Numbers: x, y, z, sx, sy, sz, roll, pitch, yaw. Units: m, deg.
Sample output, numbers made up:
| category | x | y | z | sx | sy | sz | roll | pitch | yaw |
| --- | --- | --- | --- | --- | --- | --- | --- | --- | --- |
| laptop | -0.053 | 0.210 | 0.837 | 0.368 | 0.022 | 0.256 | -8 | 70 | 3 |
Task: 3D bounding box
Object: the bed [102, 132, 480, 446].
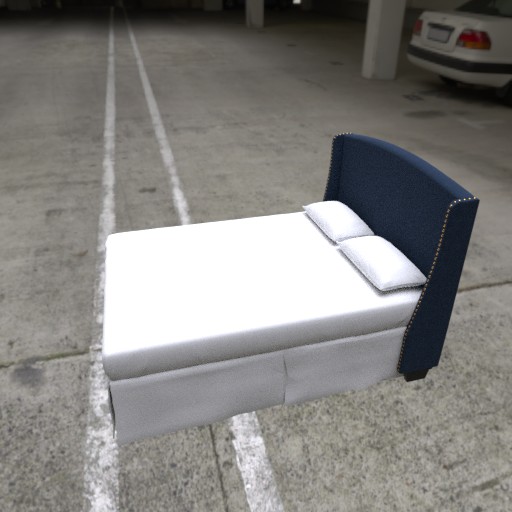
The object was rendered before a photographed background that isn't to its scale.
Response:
| category | x | y | z | sx | sy | sz | roll | pitch | yaw |
| --- | --- | --- | --- | --- | --- | --- | --- | --- | --- |
| bed | 0.000 | 0.000 | 3.179 | 2.223 | 1.402 | 1.604 | -8 | 30 | -14 |
